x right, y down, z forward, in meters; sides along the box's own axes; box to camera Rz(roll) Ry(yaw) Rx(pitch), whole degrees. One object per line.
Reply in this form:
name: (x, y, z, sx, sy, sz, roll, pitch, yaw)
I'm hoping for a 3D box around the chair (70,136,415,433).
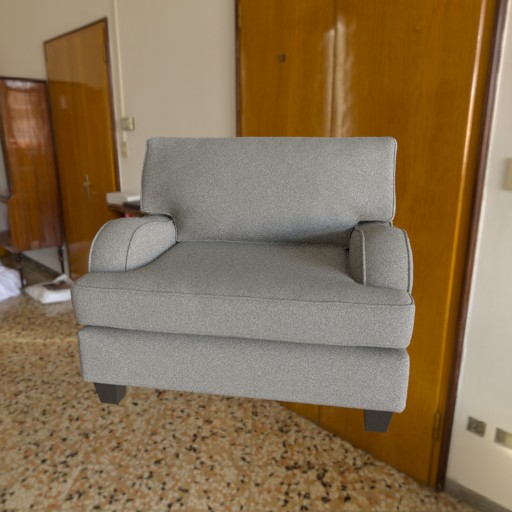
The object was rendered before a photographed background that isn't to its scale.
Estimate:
chair: (0.000, 0.000, 1.944, 1.220, 1.016, 1.040, 3, 15, 10)
